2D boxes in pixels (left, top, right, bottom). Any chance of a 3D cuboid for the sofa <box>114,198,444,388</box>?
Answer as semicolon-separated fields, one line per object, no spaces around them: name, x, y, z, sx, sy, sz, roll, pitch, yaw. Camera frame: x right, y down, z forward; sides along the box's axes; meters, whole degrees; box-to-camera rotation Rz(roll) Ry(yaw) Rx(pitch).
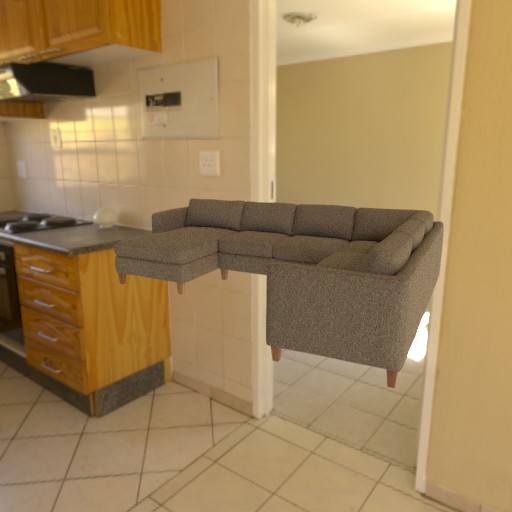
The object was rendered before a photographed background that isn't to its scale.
sofa;0.000;0.000;4.385;3.238;0.853;2.551;7;15;26
